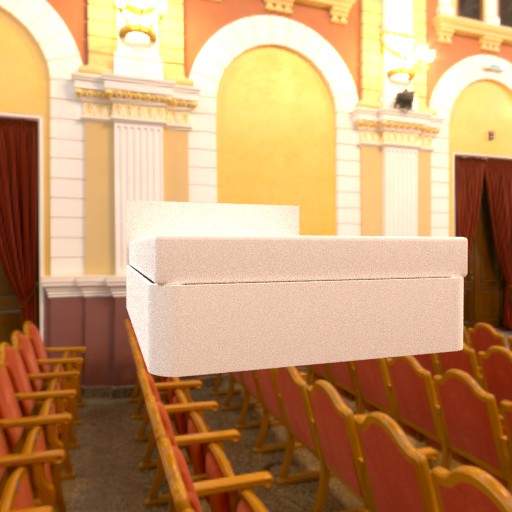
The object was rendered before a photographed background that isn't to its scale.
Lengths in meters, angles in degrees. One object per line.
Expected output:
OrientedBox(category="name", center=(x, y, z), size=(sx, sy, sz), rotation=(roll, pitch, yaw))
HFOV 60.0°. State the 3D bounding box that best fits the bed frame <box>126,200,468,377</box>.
OrientedBox(category="bed frame", center=(0.000, 0.000, 2.627), size=(1.400, 0.800, 1.900), rotation=(0, 1, -19))
